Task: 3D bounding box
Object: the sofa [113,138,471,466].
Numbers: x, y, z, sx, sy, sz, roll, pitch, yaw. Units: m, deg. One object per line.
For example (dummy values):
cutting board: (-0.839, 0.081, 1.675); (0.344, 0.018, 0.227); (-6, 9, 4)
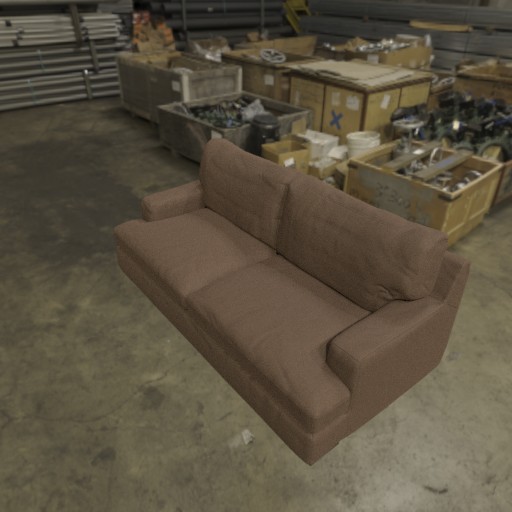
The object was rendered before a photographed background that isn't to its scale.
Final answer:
sofa: (0.000, 0.000, 2.917); (1.140, 0.950, 2.274); (-23, 38, -32)
